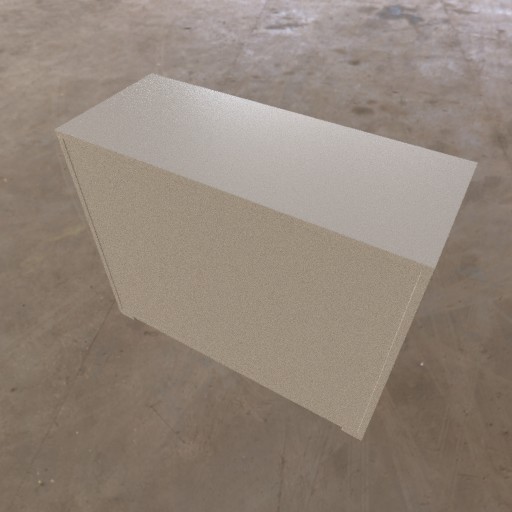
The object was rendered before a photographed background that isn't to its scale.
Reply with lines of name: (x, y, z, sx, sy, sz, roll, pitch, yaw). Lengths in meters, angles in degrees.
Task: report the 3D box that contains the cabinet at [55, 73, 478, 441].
cabinet: (0.000, 0.000, 1.404, 1.000, 0.800, 0.400, 23, 50, 20)
